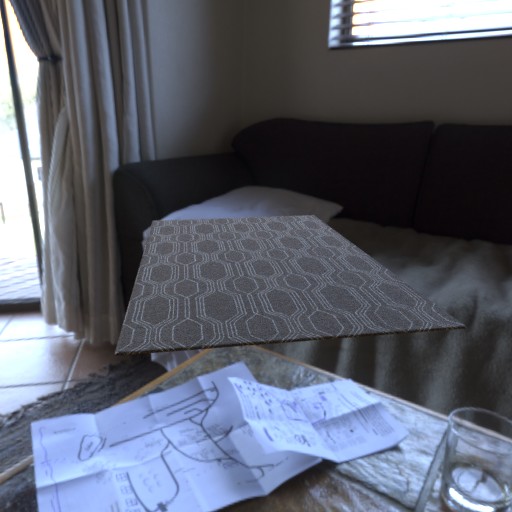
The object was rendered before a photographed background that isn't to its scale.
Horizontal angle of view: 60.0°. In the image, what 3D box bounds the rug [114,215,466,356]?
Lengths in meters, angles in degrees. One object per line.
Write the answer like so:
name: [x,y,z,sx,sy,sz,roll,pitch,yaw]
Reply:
rug: [0.000,0.000,3.047,1.541,0.012,2.457,-3,17,-9]
